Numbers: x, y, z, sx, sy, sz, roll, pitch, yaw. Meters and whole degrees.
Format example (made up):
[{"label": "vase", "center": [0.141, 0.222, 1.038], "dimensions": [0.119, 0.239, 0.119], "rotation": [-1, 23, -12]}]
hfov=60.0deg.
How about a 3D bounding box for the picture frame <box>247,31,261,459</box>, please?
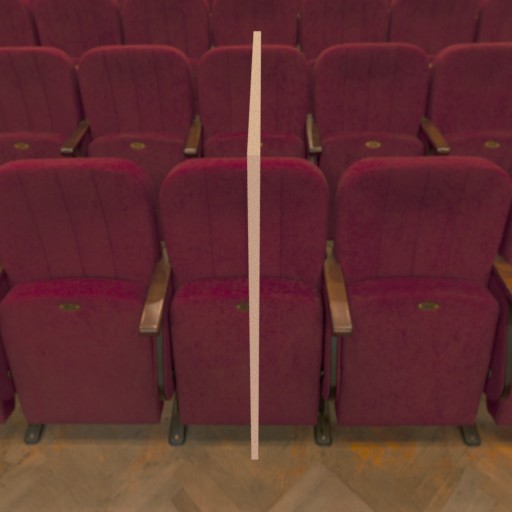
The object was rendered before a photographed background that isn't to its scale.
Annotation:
[{"label": "picture frame", "center": [0.000, 0.000, 0.827], "dimensions": [0.013, 0.657, 0.457], "rotation": [0, 41, 0]}]
